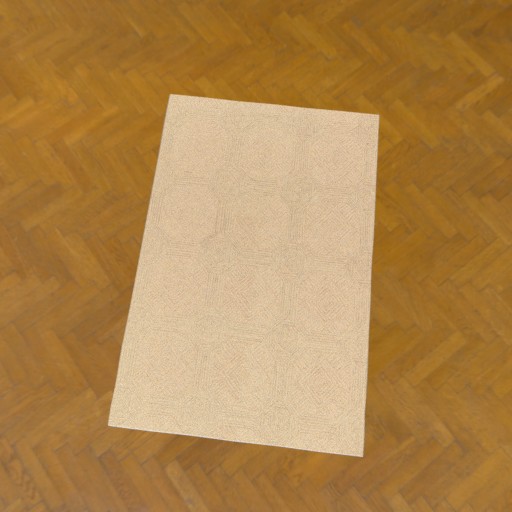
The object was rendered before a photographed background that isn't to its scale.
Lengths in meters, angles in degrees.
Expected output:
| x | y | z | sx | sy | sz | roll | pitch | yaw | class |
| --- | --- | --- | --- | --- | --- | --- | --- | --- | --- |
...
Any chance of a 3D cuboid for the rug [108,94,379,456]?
| x | y | z | sx | sy | sz | roll | pitch | yaw | class |
| --- | --- | --- | --- | --- | --- | --- | --- | --- | --- |
| 0.000 | 0.000 | 2.346 | 1.236 | 0.009 | 1.839 | 6 | 75 | 2 | rug |
